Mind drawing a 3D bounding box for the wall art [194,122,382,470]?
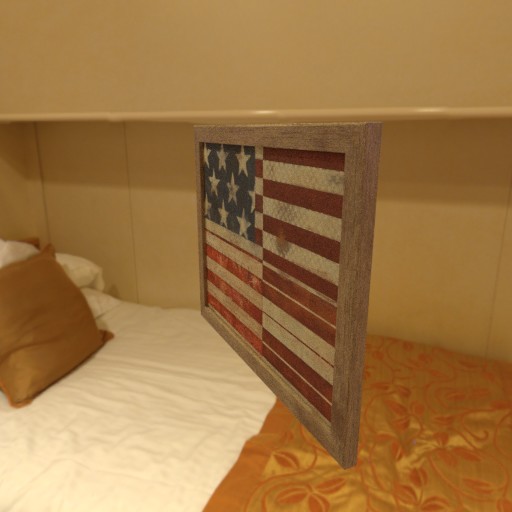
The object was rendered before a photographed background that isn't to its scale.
[{"bbox_3d":[0.000,0.000,0.940,0.026,0.535,0.690,-8,18,-25],"label":"wall art"}]
